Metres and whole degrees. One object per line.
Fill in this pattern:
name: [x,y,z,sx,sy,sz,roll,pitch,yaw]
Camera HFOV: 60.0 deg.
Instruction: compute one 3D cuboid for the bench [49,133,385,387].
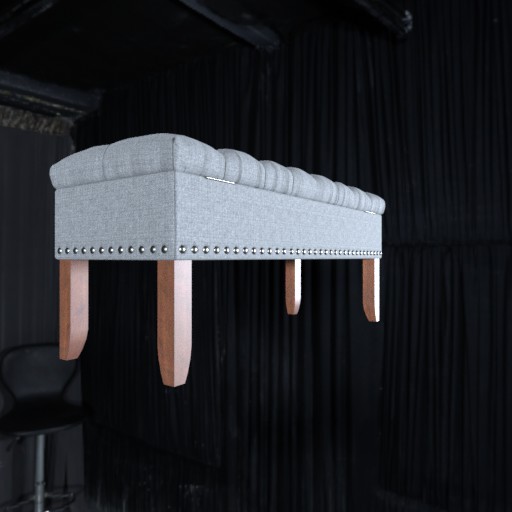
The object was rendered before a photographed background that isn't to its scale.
bench: [0.000,0.000,1.312,0.417,0.470,1.052,0,0,36]
